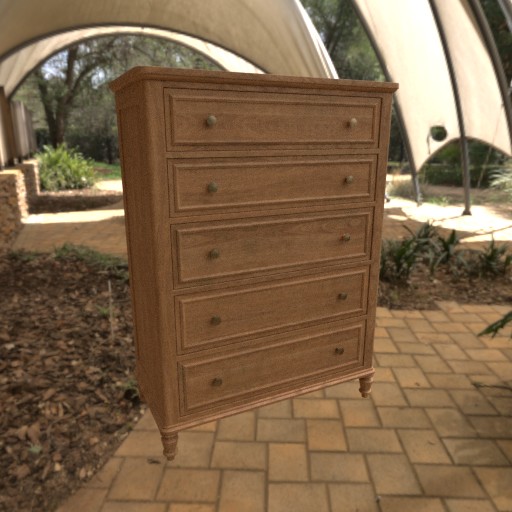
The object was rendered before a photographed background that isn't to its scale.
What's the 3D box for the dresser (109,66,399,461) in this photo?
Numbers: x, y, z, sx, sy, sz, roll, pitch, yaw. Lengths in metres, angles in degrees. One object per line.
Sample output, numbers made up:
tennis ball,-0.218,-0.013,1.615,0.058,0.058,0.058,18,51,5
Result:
dresser,0.000,0.000,1.805,0.973,1.318,0.484,-7,17,-26
